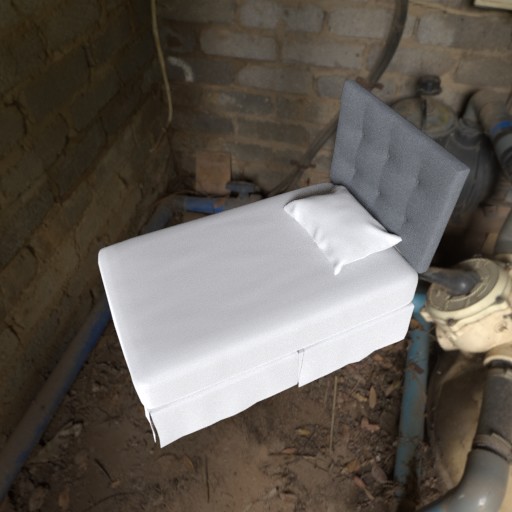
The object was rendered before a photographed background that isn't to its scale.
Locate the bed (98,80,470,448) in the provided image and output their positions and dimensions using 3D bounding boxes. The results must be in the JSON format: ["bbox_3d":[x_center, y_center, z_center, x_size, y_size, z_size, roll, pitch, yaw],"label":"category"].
[{"bbox_3d":[0.000,0.000,2.953,1.997,1.571,1.261,-18,50,-16],"label":"bed"}]
